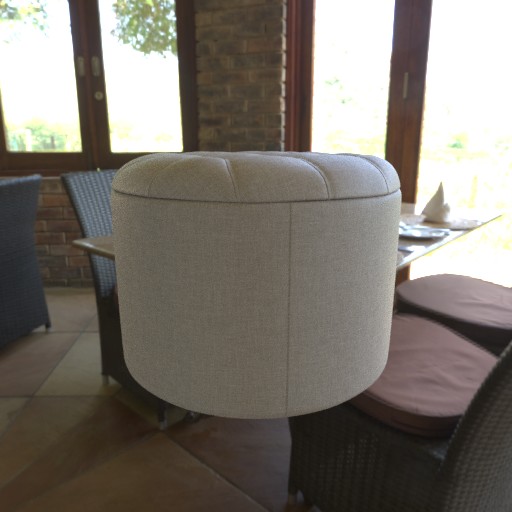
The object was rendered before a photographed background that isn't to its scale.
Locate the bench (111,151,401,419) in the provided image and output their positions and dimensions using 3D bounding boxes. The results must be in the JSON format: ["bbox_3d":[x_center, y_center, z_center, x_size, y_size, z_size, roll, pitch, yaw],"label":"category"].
[{"bbox_3d":[0.000,0.000,0.992,0.600,0.453,0.600,0,14,0],"label":"bench"}]
